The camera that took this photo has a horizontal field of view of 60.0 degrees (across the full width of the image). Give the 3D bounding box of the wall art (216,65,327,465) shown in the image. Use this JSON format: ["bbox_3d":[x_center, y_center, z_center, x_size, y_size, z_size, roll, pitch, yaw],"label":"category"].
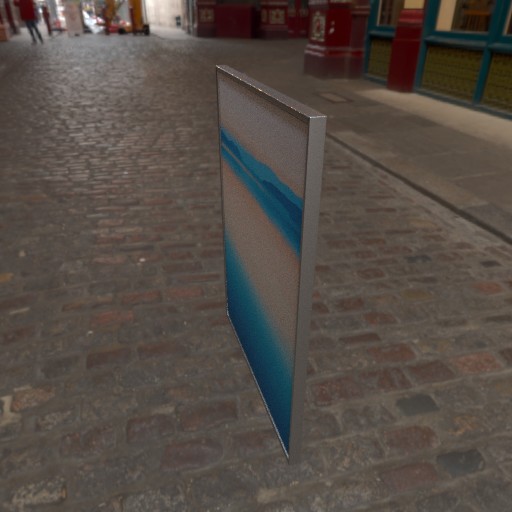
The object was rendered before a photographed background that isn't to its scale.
[{"bbox_3d":[0.000,0.000,1.447,0.037,1.062,0.801,-9,31,-15],"label":"wall art"}]
